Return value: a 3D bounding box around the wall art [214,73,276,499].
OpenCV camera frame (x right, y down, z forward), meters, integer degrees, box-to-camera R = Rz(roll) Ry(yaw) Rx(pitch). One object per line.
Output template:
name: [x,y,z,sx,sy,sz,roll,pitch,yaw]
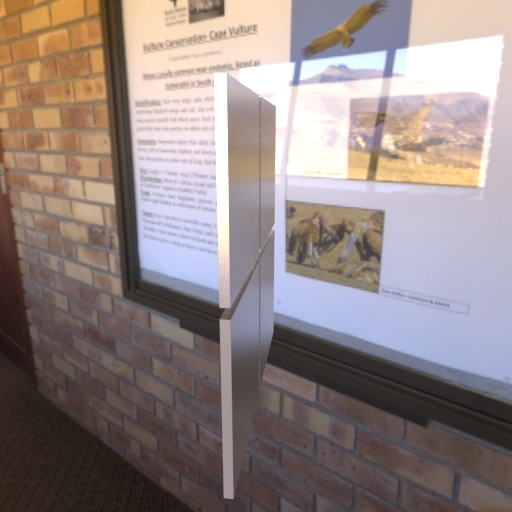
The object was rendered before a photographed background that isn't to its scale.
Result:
wall art: [0.000,0.000,1.640,0.029,1.118,1.118,2,15,8]
